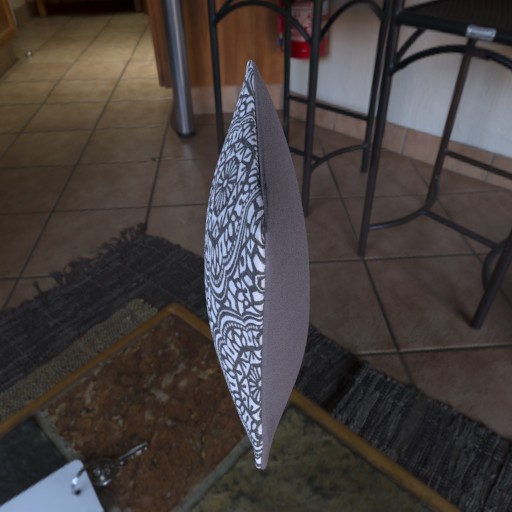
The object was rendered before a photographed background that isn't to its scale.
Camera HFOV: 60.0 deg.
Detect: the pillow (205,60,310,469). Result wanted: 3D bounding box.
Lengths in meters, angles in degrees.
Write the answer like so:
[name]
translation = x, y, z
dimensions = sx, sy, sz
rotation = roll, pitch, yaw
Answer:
[pillow]
translation = 0.000, 0.000, 0.641
dimensions = 0.148, 0.417, 0.436
rotation = -1, 41, -1
